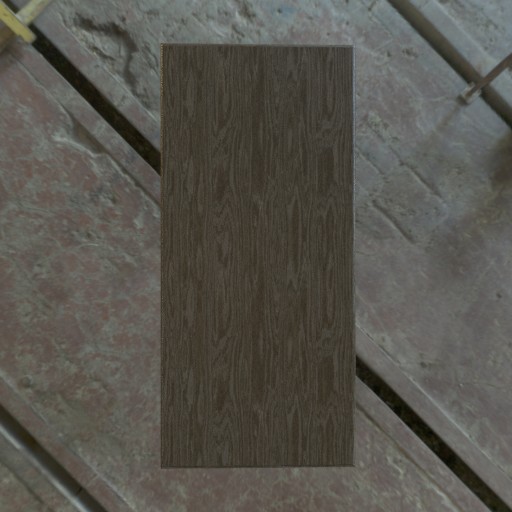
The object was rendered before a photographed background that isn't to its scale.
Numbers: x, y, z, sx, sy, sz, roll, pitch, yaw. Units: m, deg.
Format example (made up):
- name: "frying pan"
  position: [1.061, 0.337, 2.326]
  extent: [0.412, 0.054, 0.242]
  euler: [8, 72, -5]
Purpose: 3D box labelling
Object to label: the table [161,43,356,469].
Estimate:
- name: "table"
  position: [0.000, 0.000, 1.741]
  extent: [0.599, 0.780, 1.300]
  euler: [0, 90, -1]
